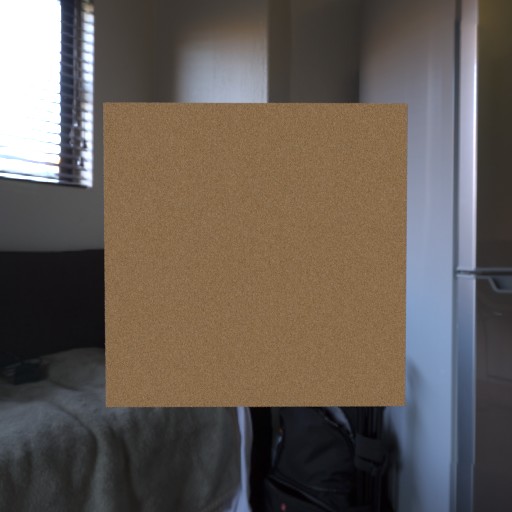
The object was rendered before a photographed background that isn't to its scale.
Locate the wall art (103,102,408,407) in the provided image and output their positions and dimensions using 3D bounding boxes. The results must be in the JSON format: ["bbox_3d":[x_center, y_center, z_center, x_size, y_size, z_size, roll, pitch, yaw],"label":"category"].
[{"bbox_3d":[0.000,0.000,0.598,0.404,0.406,0.010,0,1,-1],"label":"wall art"}]
